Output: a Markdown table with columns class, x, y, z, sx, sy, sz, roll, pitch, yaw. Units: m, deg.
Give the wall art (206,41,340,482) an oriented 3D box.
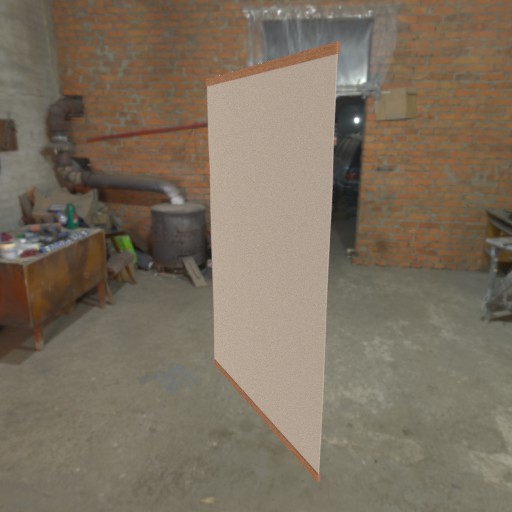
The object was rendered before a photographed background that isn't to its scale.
| class | x | y | z | sx | sy | sz | roll | pitch | yaw |
| --- | --- | --- | --- | --- | --- | --- | --- | --- | --- |
| wall art | 0.000 | 0.000 | 1.910 | 0.019 | 1.527 | 1.019 | -8 | 17 | -27 |
